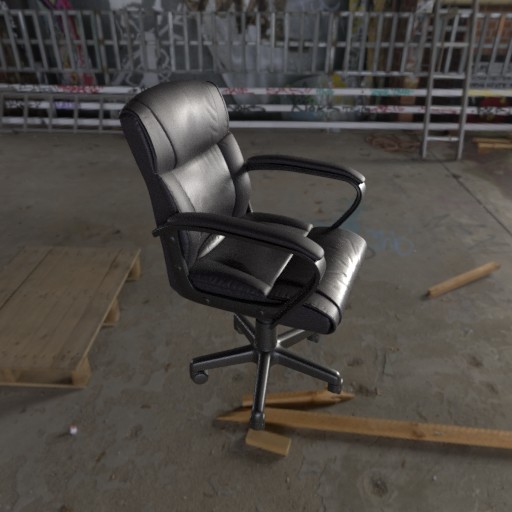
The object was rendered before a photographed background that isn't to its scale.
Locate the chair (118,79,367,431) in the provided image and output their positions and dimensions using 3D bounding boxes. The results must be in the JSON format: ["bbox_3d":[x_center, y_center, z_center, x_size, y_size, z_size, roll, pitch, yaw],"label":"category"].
[{"bbox_3d":[0.000,0.000,1.407,0.641,0.998,0.576,12,33,19],"label":"chair"}]
